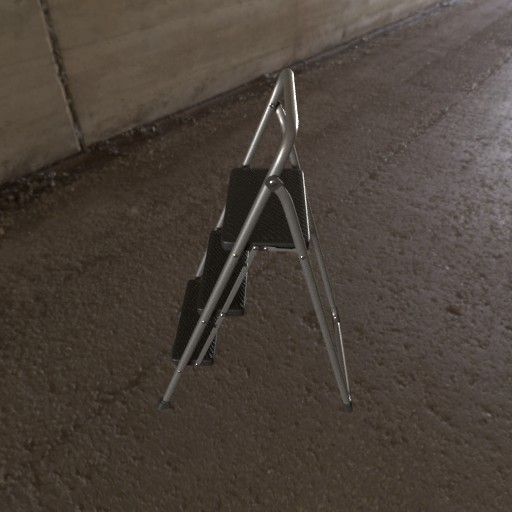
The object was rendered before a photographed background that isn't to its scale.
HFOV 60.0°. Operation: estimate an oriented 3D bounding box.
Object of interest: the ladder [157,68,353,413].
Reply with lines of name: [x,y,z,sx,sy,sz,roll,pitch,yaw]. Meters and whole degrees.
ladder: [0.000,0.000,1.269,0.629,0.945,0.430,1,40,1]
